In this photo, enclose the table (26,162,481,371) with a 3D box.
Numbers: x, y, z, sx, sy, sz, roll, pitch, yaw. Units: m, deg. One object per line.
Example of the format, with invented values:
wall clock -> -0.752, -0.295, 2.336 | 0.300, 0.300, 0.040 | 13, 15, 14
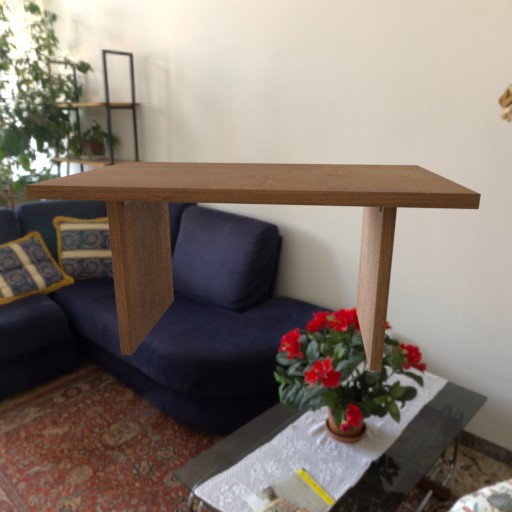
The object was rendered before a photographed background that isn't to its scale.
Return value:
table -> 0.000, 0.000, 2.115 | 1.609, 0.780, 0.946 | 2, 17, 7
